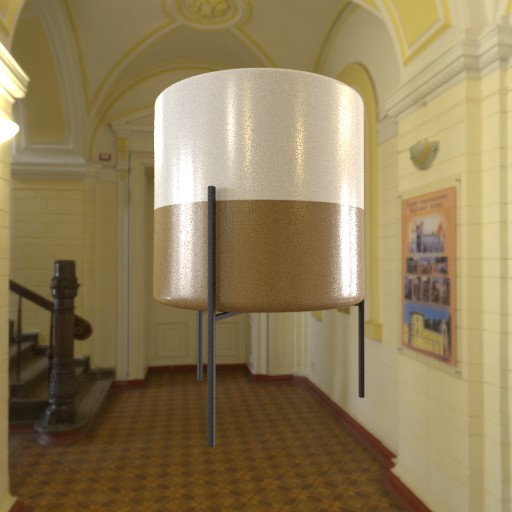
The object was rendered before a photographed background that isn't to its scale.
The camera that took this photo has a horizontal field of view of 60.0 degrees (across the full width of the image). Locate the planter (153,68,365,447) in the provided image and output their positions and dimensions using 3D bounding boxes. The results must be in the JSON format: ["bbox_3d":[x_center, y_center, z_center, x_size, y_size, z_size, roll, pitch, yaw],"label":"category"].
[{"bbox_3d":[0.000,0.000,0.652,0.310,0.432,0.310,0,-1,35],"label":"planter"}]
